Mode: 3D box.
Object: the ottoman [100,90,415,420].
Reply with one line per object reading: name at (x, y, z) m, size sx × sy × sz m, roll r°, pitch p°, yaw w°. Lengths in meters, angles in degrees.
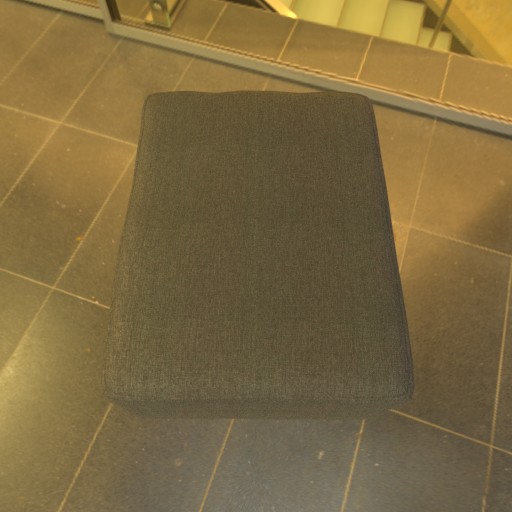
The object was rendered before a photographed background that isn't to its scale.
ottoman at (0.000, 0.000, 1.194) m, size 0.639 × 0.496 × 0.826 m, roll 0°, pitch 63°, yaw 0°
